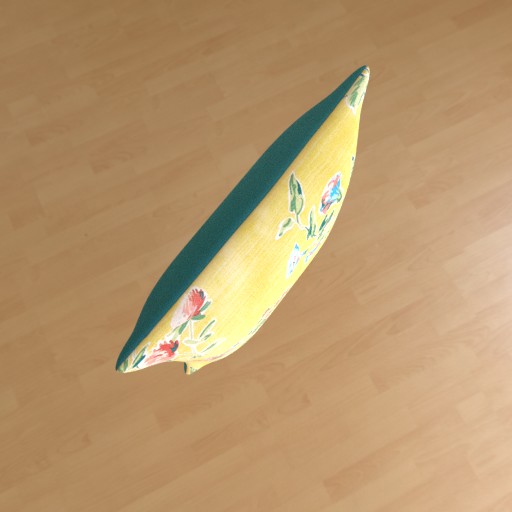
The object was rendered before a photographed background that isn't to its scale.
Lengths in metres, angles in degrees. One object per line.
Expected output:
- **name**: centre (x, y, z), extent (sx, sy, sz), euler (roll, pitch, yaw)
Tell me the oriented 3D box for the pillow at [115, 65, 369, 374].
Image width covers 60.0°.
- **pillow**: centre (0.000, 0.000, 0.811), extent (0.166, 0.508, 0.525), euler (37, 79, 9)
